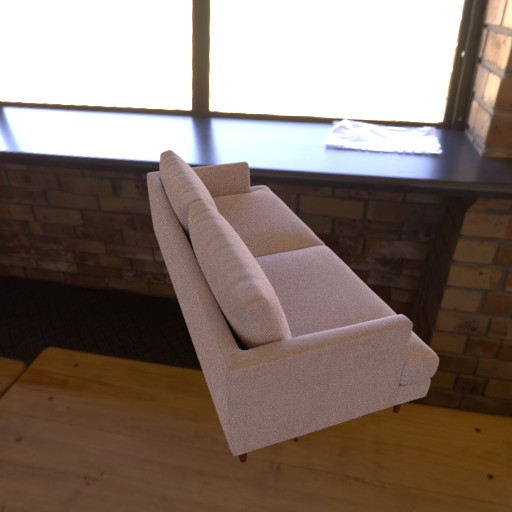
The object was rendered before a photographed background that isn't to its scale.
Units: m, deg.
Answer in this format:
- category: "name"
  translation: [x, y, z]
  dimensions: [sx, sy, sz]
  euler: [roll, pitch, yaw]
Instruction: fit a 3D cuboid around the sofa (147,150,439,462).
- category: "sofa"
  translation: [0.000, 0.000, 2.791]
  dimensions: [1.020, 0.868, 2.250]
  euler: [-10, 32, -17]
